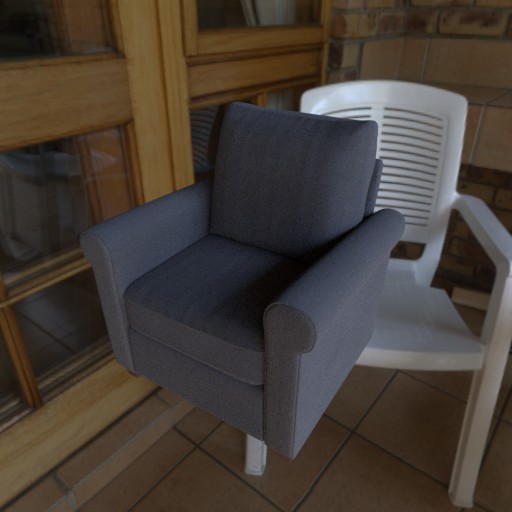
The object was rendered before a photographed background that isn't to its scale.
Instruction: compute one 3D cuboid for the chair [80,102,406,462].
[{"bbox_3d":[0.000,0.000,1.612,0.867,0.942,0.828,18,34,28],"label":"chair"}]
